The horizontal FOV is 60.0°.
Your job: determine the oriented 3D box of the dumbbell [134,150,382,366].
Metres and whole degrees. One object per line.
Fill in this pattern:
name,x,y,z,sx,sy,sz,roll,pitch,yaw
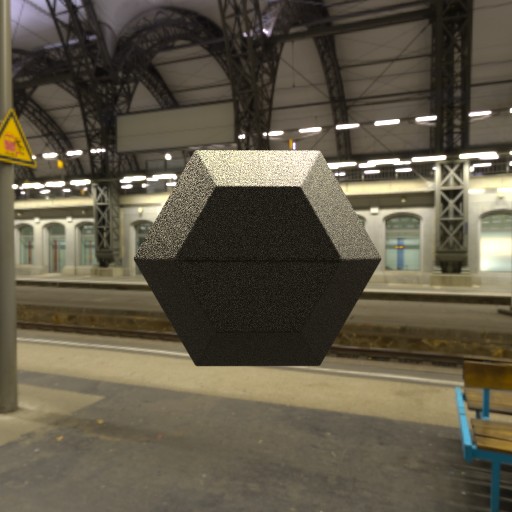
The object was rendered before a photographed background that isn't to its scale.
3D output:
dumbbell,0.000,0.000,0.332,0.122,0.106,0.271,0,1,0
